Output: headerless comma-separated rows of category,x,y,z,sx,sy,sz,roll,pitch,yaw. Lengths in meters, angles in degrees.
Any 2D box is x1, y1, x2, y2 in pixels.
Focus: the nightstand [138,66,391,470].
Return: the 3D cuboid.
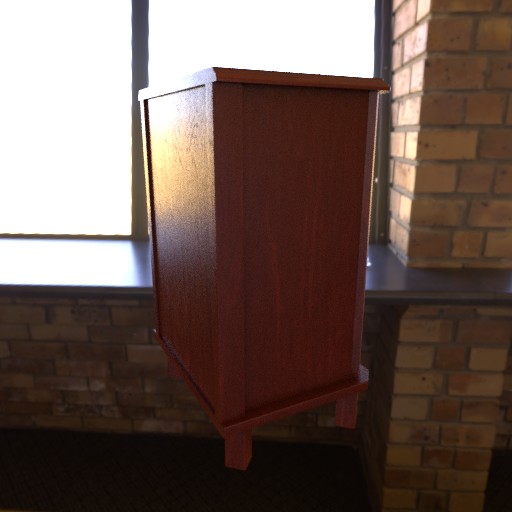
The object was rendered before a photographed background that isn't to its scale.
nightstand,0.000,0.000,0.945,0.351,0.681,0.435,-8,18,-27
